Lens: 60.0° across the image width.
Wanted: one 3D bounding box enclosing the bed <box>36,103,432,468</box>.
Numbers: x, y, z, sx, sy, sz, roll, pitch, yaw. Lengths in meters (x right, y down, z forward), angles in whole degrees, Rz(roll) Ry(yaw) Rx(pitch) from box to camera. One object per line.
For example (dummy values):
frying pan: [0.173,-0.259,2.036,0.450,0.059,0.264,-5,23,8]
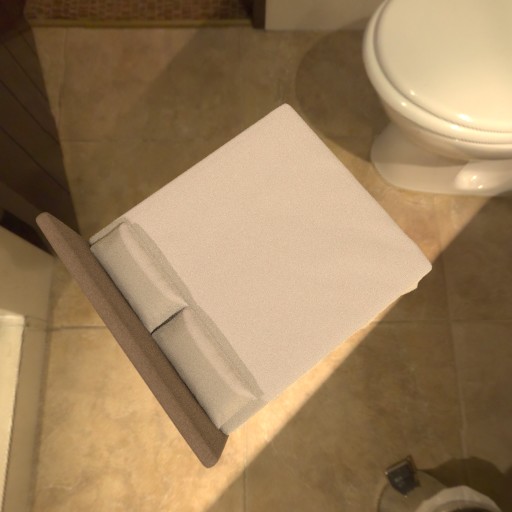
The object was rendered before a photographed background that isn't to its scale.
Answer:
bed: [0.000,0.000,3.653,2.341,1.317,2.119,-37,79,-9]
